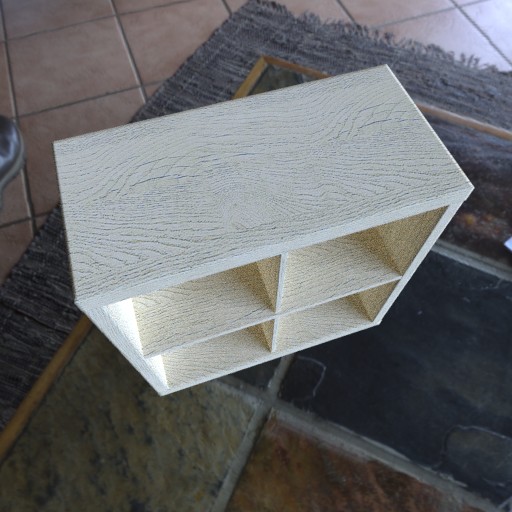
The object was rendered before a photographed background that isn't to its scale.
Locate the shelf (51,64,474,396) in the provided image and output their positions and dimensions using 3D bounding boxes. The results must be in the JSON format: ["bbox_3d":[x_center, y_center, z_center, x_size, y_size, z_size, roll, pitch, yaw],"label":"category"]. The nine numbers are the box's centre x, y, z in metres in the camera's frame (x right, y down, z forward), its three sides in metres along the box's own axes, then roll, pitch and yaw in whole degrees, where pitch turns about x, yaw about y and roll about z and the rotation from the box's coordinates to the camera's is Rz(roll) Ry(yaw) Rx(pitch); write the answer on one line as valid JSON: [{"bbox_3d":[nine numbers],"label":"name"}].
[{"bbox_3d":[0.000,0.000,1.259,0.790,0.786,0.390,-16,62,-9],"label":"shelf"}]
